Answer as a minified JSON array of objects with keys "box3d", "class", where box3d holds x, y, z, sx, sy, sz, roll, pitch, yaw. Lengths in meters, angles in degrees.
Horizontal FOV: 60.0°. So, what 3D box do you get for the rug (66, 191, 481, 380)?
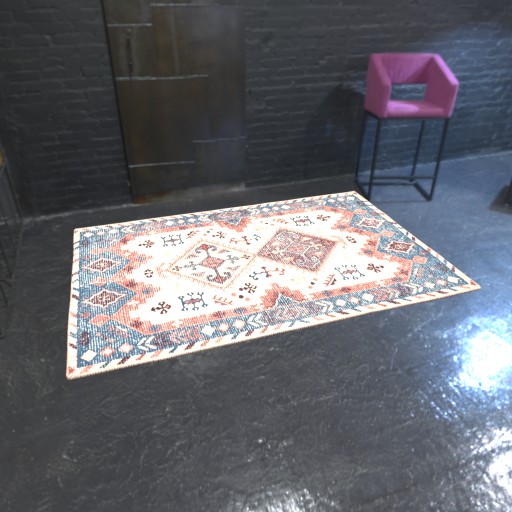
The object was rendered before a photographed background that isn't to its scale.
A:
[{"box3d":[0.000,0.000,2.329,1.840,0.015,1.225,-10,32,-15],"class":"rug"}]
